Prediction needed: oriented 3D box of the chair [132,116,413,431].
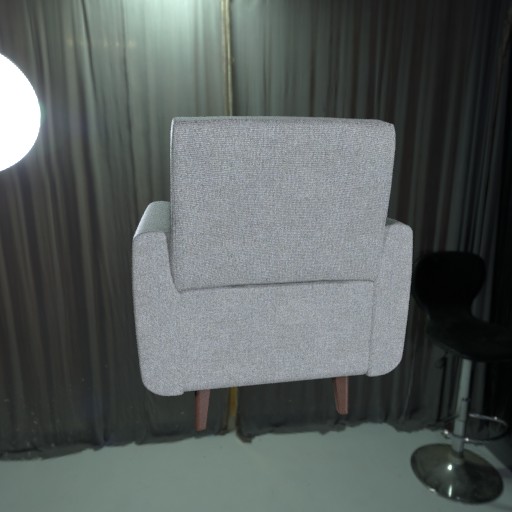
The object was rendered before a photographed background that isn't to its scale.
[{"bbox_3d":[0.000,0.000,1.677,0.845,0.968,0.942,-2,14,-10],"label":"chair"}]
